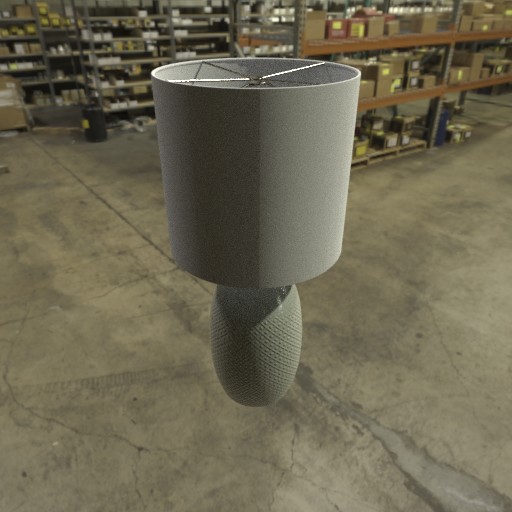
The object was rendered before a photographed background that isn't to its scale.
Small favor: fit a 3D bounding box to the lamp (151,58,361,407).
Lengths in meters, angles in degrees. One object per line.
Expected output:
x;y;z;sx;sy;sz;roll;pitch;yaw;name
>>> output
0.000;0.000;0.580;0.217;0.453;0.217;-21;37;-32;lamp
